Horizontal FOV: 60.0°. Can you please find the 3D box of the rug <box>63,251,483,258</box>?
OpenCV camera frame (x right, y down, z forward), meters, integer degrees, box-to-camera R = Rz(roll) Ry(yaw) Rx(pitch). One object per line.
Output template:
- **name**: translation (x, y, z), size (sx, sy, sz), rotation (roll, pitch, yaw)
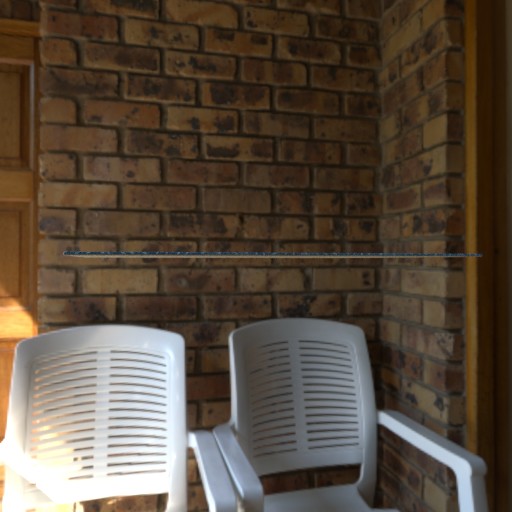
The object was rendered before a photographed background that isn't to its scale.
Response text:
- **rug**: translation (0.000, 0.000, 2.858), size (2.144, 0.015, 1.543), rotation (0, -1, -18)
